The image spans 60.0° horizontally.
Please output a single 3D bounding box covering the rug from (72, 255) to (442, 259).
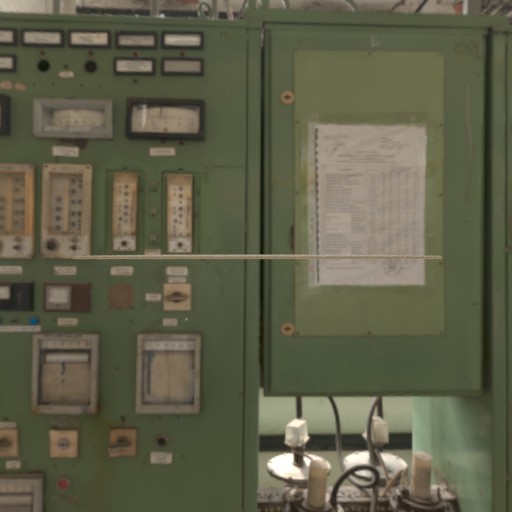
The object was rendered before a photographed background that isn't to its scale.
[{"bbox_3d":[0.000,0.000,2.363,1.219,0.010,1.829,0,0,0],"label":"rug"}]
